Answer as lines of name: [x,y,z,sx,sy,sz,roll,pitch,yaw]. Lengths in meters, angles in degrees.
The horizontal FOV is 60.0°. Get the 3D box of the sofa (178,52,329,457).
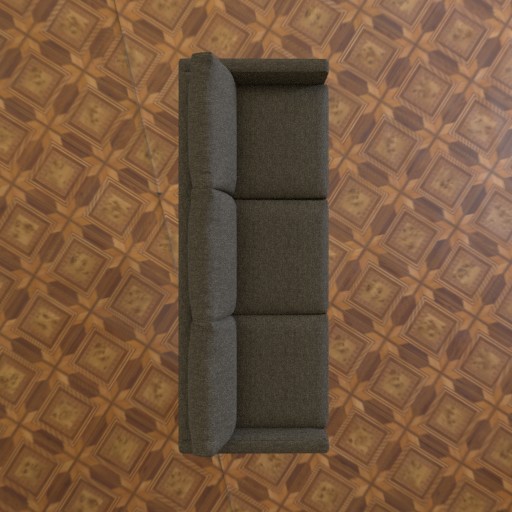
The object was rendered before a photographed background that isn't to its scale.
sofa: [0.000,0.000,2.668,0.876,0.879,2.253,0,90,-1]
